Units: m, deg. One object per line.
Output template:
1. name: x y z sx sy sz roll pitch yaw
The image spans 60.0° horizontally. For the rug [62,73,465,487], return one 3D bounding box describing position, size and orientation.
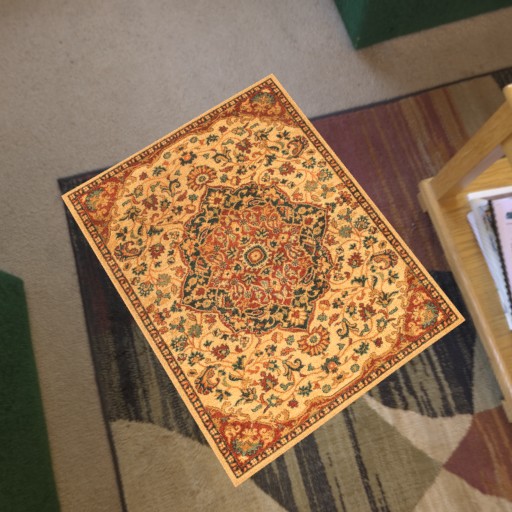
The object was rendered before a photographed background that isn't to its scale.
1. rug: 0.000 0.000 4.109 2.454 0.005 3.067 -33 78 -8
